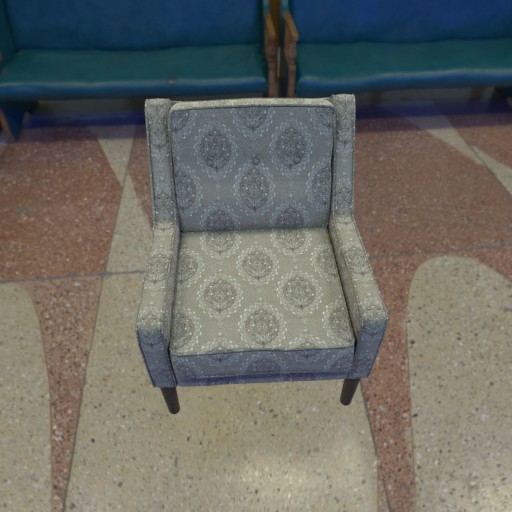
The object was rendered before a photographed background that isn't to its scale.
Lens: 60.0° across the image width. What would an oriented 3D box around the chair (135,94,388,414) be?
[{"bbox_3d":[0.000,0.000,1.414,0.665,0.797,0.750,-2,46,-2],"label":"chair"}]
